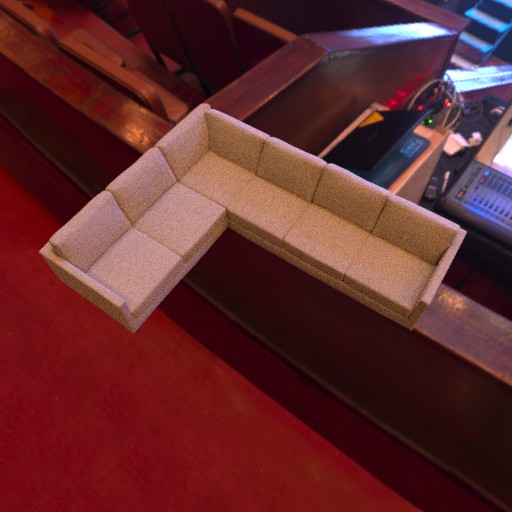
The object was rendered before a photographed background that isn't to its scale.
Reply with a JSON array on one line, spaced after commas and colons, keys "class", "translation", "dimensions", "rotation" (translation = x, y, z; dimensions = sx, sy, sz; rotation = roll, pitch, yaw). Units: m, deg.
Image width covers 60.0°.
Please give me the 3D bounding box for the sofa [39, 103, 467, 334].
[{"class": "sofa", "translation": [0.000, 0.000, 4.307], "dimensions": [3.182, 0.863, 2.432], "rotation": [30, 63, 17]}]
